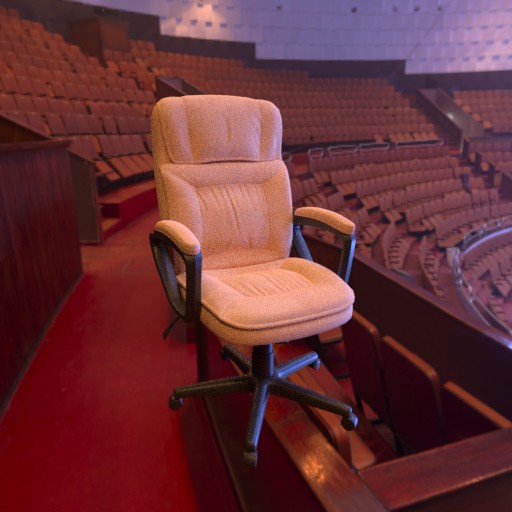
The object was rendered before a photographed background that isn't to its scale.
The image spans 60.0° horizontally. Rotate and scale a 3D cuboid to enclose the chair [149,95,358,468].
[{"bbox_3d":[0.000,0.000,1.561,0.667,1.105,0.724,-8,18,-26],"label":"chair"}]
